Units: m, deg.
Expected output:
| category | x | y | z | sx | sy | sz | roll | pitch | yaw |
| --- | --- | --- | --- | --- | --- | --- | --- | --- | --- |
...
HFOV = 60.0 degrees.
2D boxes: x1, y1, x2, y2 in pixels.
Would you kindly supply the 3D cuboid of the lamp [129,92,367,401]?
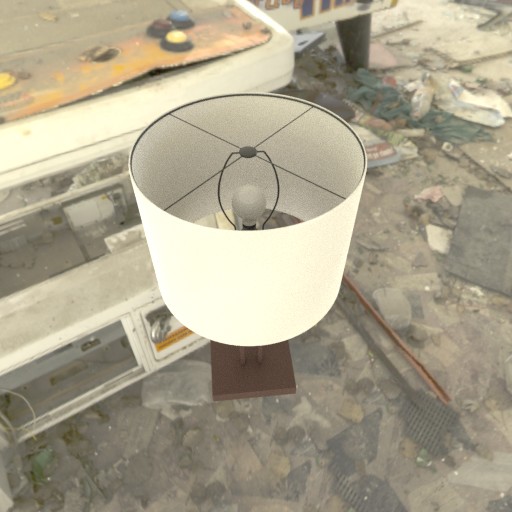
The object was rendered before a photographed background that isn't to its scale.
| category | x | y | z | sx | sy | sz | roll | pitch | yaw |
| --- | --- | --- | --- | --- | --- | --- | --- | --- | --- |
| lamp | 0.000 | 0.000 | 0.974 | 0.396 | 0.668 | 0.525 | -4 | 48 | -4 |
